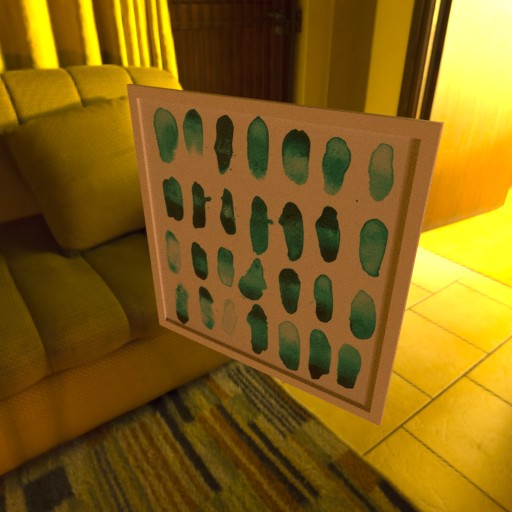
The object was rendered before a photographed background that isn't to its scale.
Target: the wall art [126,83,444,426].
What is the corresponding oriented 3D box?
[{"bbox_3d":[0.000,0.000,0.676,0.456,0.457,0.009,18,34,28],"label":"wall art"}]
